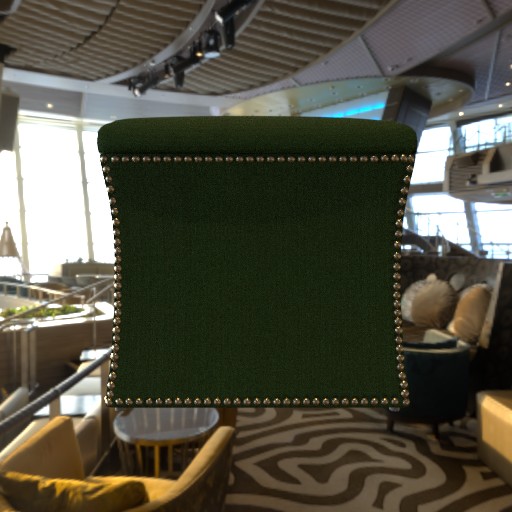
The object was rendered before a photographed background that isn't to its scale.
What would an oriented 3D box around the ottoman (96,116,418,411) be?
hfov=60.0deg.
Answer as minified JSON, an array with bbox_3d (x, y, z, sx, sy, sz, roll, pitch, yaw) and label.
[{"bbox_3d":[0.000,0.000,0.910,0.507,0.475,0.497,0,2,0],"label":"ottoman"}]
